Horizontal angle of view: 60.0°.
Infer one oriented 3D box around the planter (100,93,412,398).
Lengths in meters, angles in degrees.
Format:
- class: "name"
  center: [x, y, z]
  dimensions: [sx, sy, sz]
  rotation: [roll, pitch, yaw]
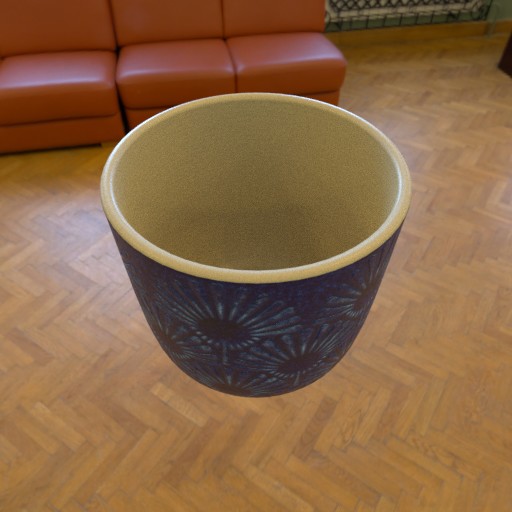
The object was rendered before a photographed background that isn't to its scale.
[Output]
- class: "planter"
  center: [0.000, 0.000, 0.219]
  dimensions: [0.124, 0.109, 0.124]
  rotation: [0, 47, 0]
